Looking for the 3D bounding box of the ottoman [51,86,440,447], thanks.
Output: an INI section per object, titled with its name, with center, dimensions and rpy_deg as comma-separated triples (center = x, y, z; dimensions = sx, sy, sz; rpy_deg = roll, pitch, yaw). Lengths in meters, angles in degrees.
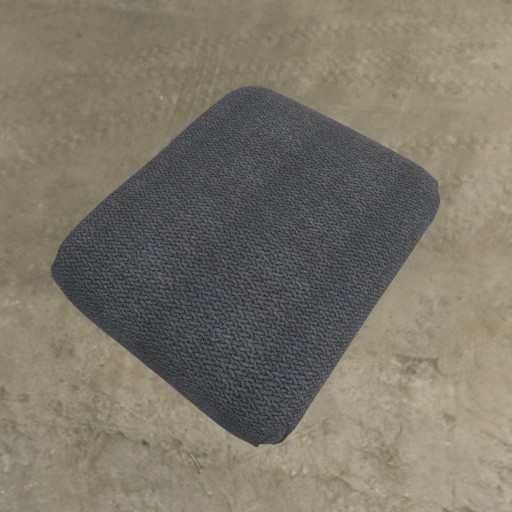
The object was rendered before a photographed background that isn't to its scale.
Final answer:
[ottoman]
center = 0.000, 0.000, 1.112
dimensions = 0.622, 0.450, 0.747
rpy_deg = 33, 66, 17
